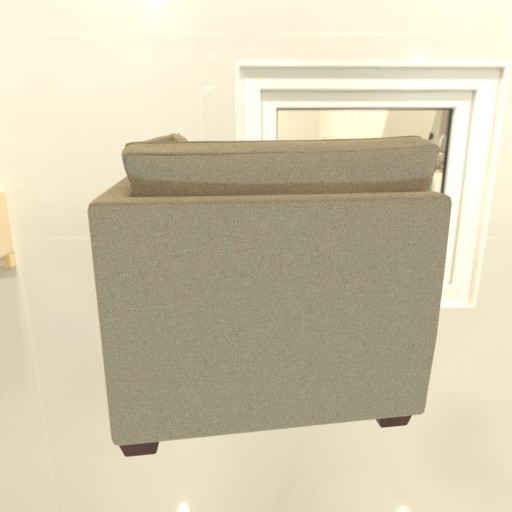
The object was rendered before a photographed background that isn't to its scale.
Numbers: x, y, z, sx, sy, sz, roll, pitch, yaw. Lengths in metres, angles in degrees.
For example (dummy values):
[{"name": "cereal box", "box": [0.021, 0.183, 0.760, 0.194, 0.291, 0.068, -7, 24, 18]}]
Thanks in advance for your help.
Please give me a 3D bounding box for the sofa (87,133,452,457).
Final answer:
[{"name": "sofa", "box": [0.000, 0.000, 1.871, 1.084, 1.002, 1.146, -2, 16, -8]}]
